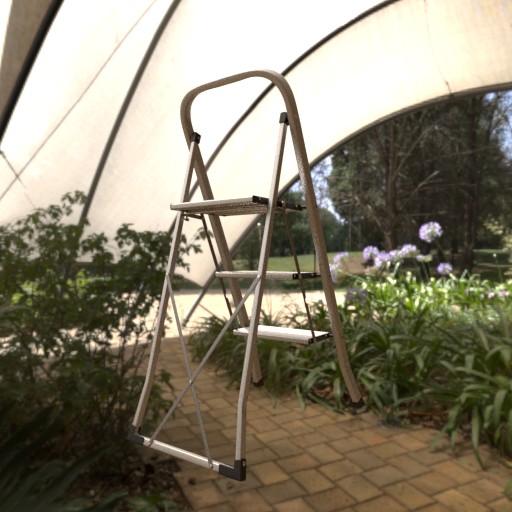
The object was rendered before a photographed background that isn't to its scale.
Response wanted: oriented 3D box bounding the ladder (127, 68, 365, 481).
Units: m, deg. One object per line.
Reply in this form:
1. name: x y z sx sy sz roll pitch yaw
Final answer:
1. ladder: 0.000 0.000 1.442 0.465 1.070 0.704 0 0 35
